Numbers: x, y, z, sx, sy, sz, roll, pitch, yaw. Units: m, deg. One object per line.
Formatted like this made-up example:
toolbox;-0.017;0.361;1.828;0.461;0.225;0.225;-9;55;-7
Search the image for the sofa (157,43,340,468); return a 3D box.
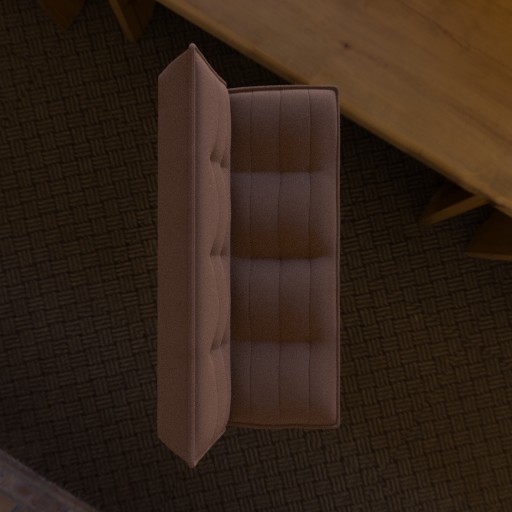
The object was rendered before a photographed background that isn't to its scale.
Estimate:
sofa;0.000;0.000;2.448;0.950;0.890;1.940;0;89;-1
